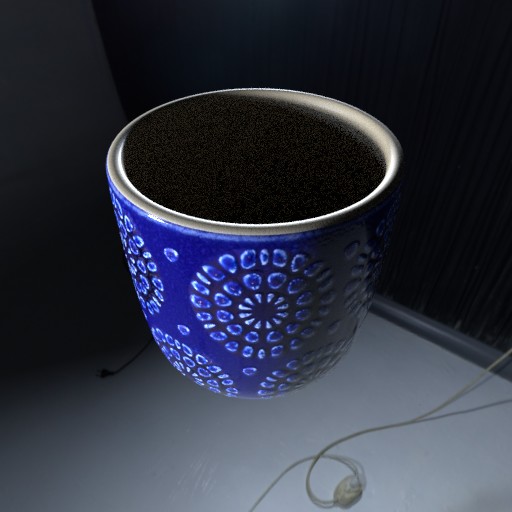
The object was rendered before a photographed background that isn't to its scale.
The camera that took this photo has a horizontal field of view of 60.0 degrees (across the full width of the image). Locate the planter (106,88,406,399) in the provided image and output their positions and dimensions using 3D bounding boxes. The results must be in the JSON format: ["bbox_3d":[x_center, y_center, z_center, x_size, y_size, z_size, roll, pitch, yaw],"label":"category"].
[{"bbox_3d":[0.000,0.000,0.200,0.109,0.112,0.109,0,42,0],"label":"planter"}]
